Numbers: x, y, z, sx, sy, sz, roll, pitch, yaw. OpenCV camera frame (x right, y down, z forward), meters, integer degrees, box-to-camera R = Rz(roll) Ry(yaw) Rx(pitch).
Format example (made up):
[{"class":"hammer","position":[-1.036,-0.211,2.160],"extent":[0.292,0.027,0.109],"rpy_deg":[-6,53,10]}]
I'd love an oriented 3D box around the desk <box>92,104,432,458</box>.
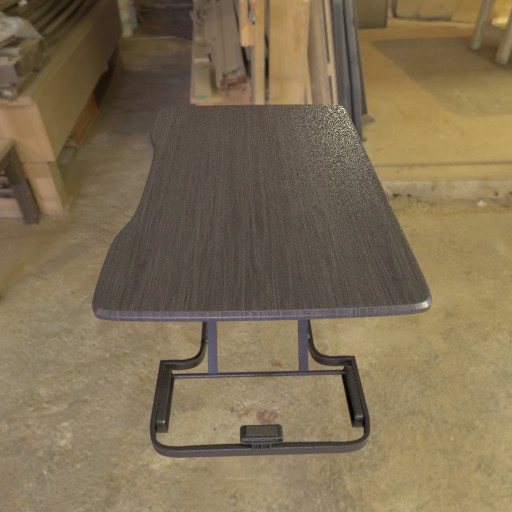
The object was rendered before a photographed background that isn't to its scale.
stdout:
[{"class":"desk","position":[0.000,0.000,1.134],"extent":[0.546,0.470,0.820],"rpy_deg":[-1,40,-1]}]
